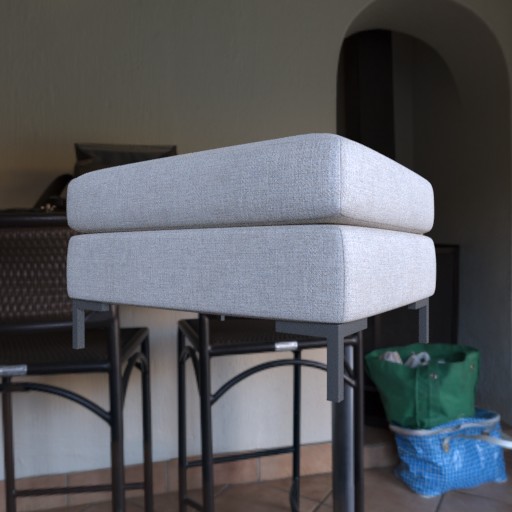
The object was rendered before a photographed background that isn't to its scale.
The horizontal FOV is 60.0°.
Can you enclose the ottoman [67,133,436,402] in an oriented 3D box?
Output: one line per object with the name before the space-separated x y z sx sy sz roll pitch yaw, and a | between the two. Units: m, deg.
ottoman | 0.000 0.000 1.216 0.820 0.490 0.671 0 0 34
